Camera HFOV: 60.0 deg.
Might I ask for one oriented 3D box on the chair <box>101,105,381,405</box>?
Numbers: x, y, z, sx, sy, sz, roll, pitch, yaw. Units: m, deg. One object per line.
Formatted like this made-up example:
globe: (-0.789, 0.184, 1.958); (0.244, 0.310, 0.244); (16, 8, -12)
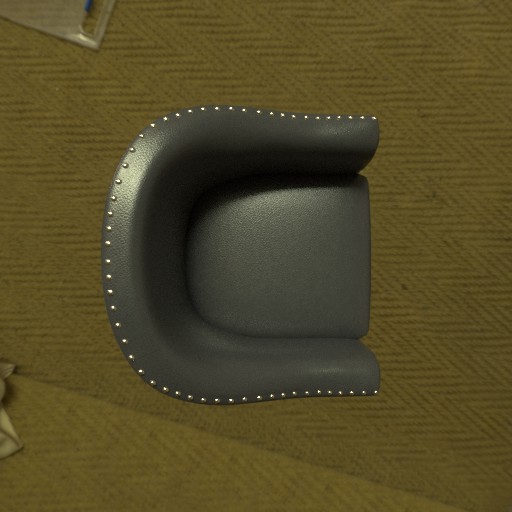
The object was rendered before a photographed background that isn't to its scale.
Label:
chair: (0.000, 0.000, 1.443); (0.748, 0.823, 0.794); (0, 89, -1)
